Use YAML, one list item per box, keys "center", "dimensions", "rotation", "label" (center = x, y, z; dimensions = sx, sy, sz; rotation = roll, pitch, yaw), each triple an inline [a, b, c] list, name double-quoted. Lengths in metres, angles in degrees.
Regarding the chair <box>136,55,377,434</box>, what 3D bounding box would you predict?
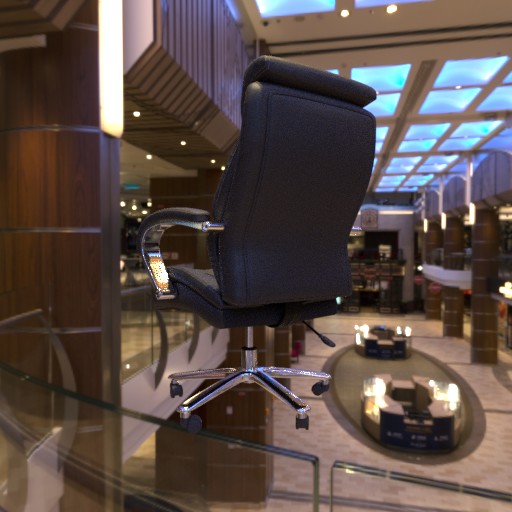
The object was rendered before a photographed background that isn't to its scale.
- center: [0.000, 0.000, 1.706]
  dimensions: [0.755, 1.183, 0.790]
  rotation: [-1, 2, -35]
  label: "chair"
